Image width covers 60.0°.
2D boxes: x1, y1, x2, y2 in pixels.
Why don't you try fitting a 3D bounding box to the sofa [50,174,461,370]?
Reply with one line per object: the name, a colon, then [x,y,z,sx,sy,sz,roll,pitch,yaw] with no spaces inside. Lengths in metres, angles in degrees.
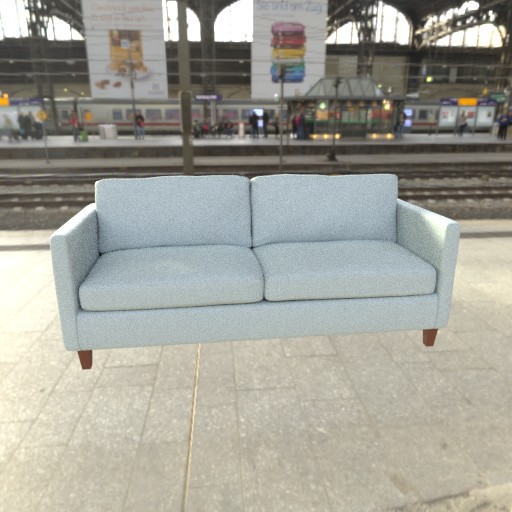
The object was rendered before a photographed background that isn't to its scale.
sofa: [0.000,0.000,2.815,2.208,0.965,0.951,-2,17,-7]
